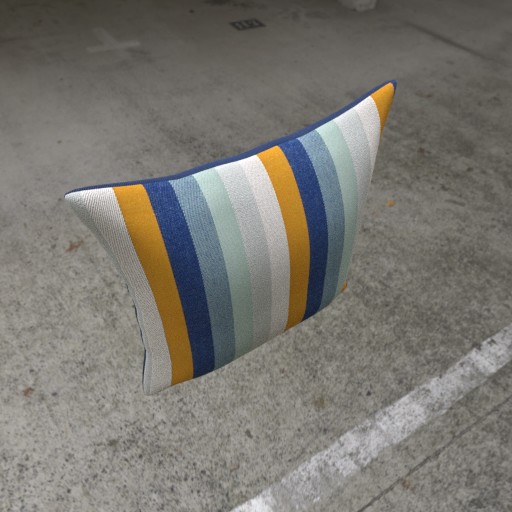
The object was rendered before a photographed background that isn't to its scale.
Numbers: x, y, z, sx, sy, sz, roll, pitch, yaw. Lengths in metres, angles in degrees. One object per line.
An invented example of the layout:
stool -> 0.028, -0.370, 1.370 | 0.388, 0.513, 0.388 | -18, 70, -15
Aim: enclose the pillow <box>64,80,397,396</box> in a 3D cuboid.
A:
pillow -> 0.000, 0.000, 0.699 | 0.463, 0.454, 0.173 | -25, 52, -21
